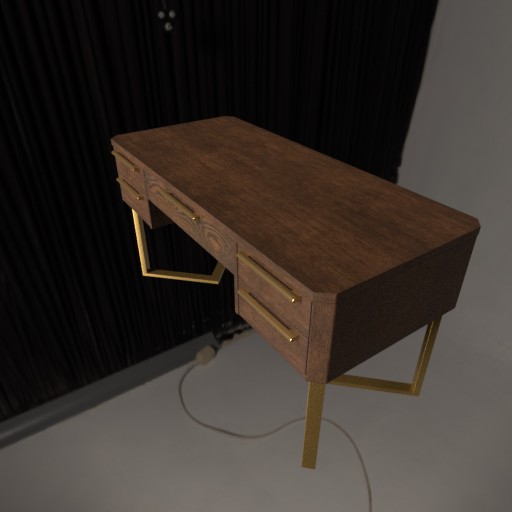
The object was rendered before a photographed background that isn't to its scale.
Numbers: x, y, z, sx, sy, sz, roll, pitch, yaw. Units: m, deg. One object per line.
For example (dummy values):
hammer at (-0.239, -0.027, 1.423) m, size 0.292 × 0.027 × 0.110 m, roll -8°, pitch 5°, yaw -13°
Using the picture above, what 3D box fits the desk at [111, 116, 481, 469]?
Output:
desk at (0.000, 0.000, 1.890) m, size 0.684 × 0.762 × 1.479 m, roll -20°, pitch 38°, yaw -29°
